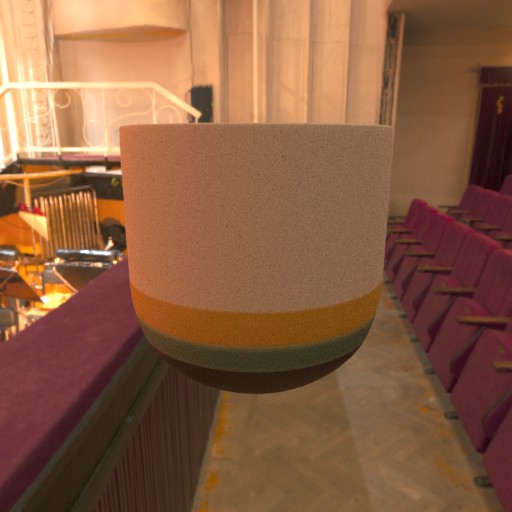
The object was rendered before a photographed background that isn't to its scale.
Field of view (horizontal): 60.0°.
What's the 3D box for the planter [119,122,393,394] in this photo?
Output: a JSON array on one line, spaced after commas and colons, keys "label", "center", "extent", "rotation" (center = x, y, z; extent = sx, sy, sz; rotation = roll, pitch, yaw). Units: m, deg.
[{"label": "planter", "center": [0.000, 0.000, 0.483], "extent": [0.268, 0.270, 0.268], "rotation": [0, 15, 0]}]
